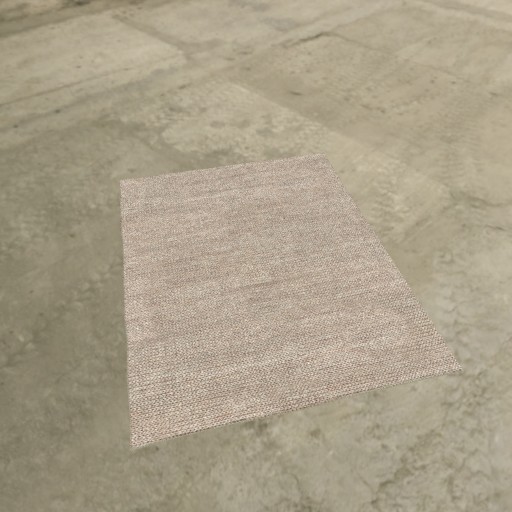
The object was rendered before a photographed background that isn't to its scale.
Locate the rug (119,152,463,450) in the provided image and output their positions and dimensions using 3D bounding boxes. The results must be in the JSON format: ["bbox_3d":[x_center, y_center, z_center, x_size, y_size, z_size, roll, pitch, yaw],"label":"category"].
[{"bbox_3d":[0.000,0.000,4.117,2.429,0.030,3.052,-10,46,-10],"label":"rug"}]
